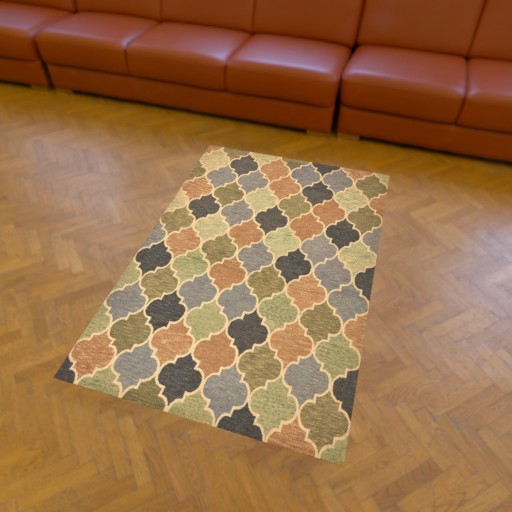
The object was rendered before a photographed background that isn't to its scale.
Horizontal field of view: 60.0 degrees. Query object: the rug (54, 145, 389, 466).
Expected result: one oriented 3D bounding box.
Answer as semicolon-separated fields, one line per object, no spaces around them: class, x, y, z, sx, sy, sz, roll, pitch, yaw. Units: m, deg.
rug;0.000;0.000;2.332;1.216;0.006;1.828;12;48;11
